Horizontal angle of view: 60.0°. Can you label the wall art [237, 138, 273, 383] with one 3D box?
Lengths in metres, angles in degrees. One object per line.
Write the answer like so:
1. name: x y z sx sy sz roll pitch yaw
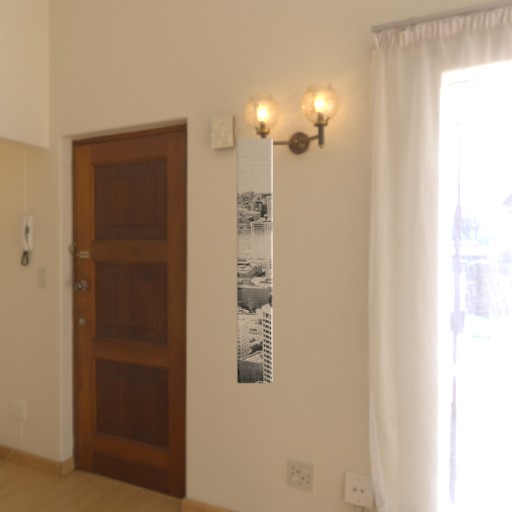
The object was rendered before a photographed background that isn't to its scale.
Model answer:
1. wall art: 0.000 0.000 0.842 0.038 0.255 0.763 0 1 0
